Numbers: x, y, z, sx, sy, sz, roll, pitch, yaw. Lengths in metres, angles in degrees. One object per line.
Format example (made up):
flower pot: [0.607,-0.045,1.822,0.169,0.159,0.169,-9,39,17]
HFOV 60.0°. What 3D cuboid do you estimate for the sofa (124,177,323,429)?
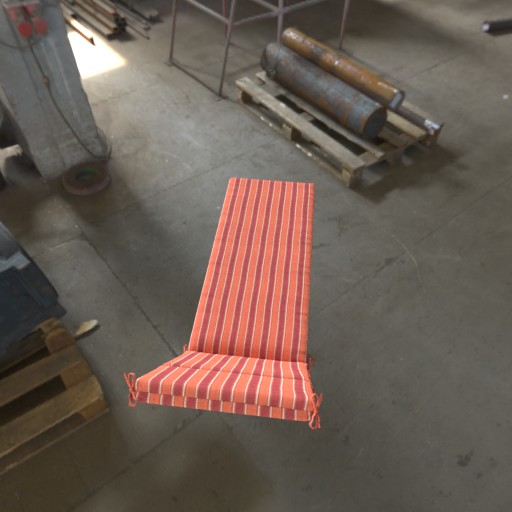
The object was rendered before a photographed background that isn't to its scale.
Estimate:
sofa: [0.000,0.000,1.957,0.582,0.622,1.663,5,49,4]
